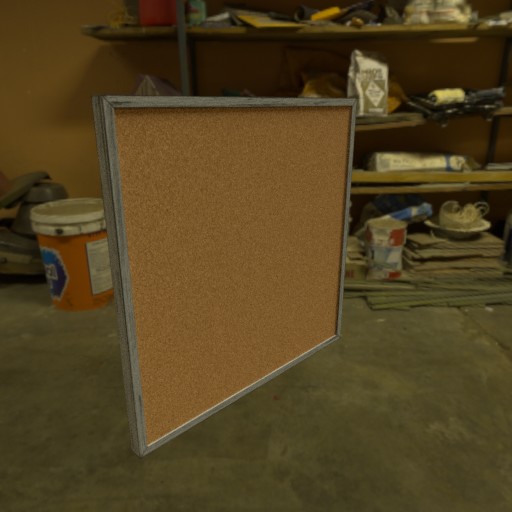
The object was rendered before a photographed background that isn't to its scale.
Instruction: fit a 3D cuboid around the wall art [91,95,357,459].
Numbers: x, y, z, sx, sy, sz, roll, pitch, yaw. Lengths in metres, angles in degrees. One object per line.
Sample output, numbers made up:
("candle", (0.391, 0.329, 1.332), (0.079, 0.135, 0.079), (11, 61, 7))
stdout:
("wall art", (0.000, 0.000, 1.126), (0.761, 0.761, 0.037), (-18, 26, -42))
